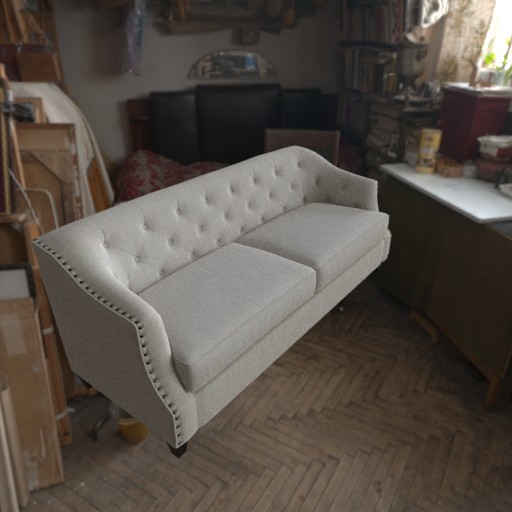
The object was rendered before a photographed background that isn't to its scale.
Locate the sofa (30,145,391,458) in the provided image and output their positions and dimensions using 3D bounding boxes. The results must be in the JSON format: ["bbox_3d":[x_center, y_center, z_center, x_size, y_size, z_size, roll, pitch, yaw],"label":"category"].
[{"bbox_3d":[0.000,0.000,2.754,0.914,0.901,2.235,20,34,33],"label":"sofa"}]
